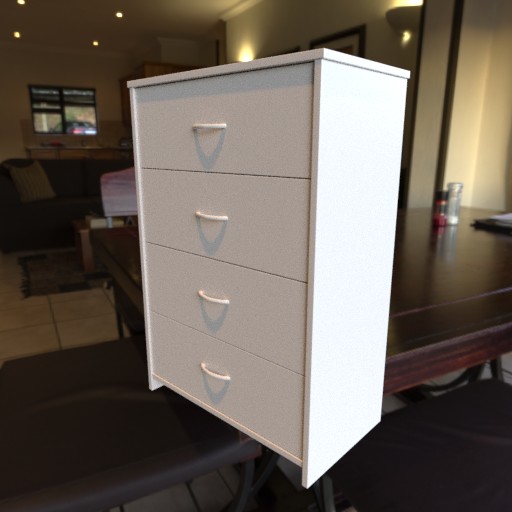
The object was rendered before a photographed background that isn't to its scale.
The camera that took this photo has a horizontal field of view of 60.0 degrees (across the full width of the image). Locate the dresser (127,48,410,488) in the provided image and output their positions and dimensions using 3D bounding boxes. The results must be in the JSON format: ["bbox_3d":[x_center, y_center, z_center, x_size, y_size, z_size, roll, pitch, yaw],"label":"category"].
[{"bbox_3d":[0.000,0.000,1.347,0.704,1.021,0.401,13,19,41],"label":"dresser"}]
